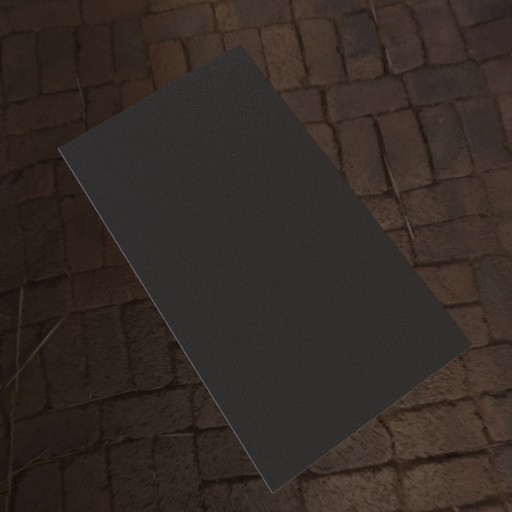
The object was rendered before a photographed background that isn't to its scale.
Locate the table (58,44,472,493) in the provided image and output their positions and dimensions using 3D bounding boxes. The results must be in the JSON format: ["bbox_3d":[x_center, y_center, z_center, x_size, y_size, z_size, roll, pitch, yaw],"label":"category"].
[{"bbox_3d":[0.000,0.000,1.527,0.703,0.404,1.201,-33,79,-8],"label":"table"}]
